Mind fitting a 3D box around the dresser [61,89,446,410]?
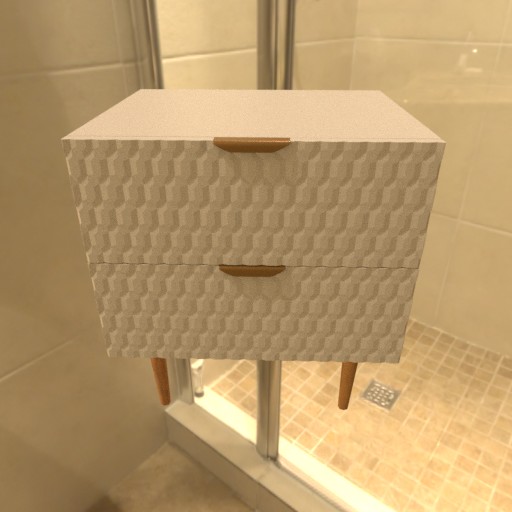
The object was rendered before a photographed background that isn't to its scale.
[{"bbox_3d":[0.000,0.000,0.889,0.503,0.568,0.414,1,29,2],"label":"dresser"}]
